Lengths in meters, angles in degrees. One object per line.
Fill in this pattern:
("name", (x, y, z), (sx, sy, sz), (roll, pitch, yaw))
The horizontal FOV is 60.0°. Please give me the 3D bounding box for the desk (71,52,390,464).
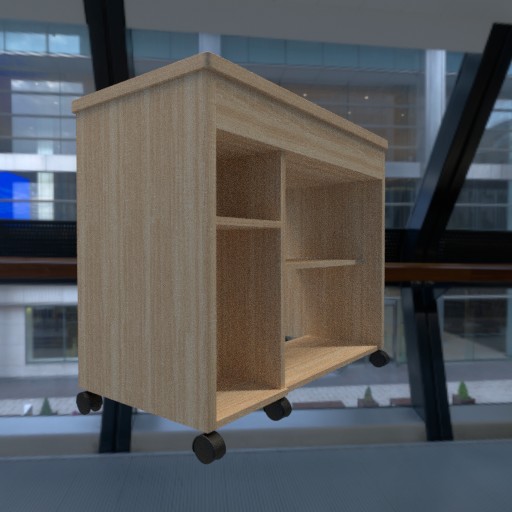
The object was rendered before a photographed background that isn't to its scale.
("desk", (0.000, 0.000, 1.304), (0.480, 0.770, 0.884), (1, 2, 38))
